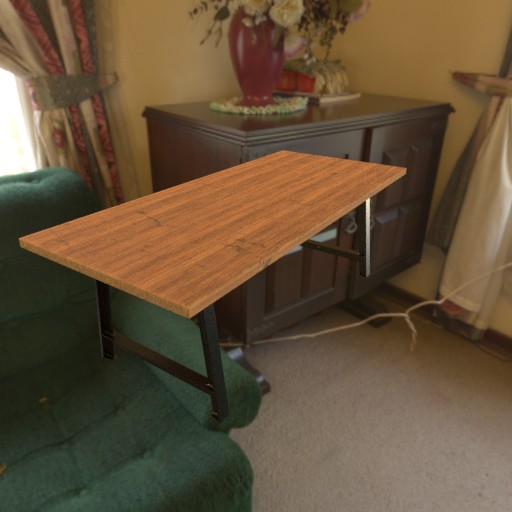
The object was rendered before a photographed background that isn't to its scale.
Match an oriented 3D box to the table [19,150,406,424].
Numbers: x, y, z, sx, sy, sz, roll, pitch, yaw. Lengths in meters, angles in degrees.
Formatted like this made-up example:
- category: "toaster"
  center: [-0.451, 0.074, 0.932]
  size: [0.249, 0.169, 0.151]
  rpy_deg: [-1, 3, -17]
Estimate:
- category: "table"
  center: [0.000, 0.000, 2.655]
  size: [1.000, 0.757, 2.200]
  rpy_deg: [17, 30, 31]
